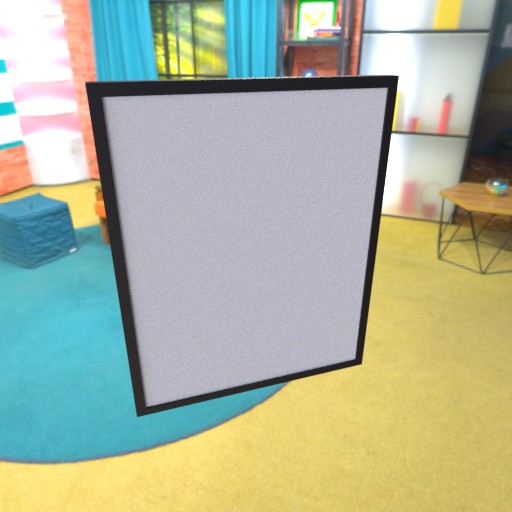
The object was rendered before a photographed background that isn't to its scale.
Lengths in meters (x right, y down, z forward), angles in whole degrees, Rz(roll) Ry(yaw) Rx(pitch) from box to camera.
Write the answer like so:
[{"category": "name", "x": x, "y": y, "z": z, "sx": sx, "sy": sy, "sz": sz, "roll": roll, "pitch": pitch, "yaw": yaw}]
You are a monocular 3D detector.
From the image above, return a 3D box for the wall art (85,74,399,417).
[{"category": "wall art", "x": 0.000, "y": 0.000, "z": 0.532, "sx": 0.325, "sy": 0.397, "sz": 0.018, "roll": -8, "pitch": 27, "yaw": -17}]
